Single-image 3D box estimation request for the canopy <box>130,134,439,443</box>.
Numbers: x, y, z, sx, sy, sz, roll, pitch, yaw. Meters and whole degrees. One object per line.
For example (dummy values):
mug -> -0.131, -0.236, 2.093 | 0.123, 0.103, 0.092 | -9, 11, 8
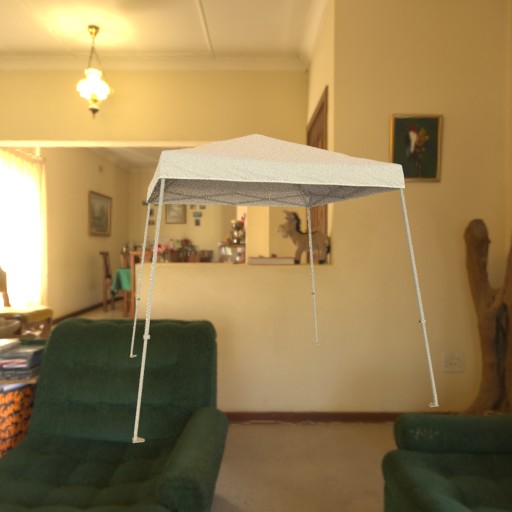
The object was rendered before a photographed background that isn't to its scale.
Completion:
canopy -> 0.000, 0.000, 6.585 | 3.599, 3.600, 3.600 | 0, 1, -16
